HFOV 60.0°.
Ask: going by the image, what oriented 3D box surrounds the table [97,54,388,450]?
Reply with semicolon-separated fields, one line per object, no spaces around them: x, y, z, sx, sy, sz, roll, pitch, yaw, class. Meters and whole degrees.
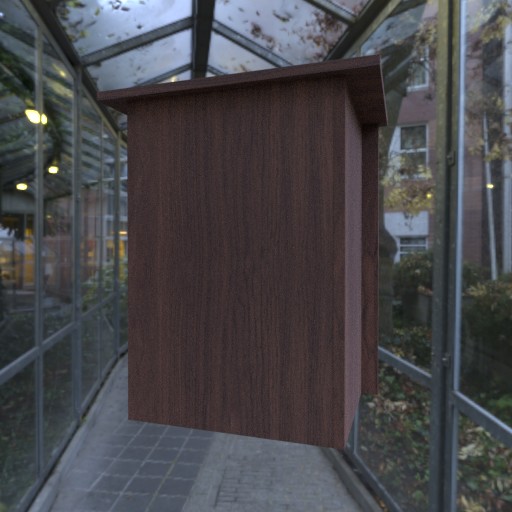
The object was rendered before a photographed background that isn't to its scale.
0.000;0.000;1.062;0.589;0.711;0.406;0;1;18;table
